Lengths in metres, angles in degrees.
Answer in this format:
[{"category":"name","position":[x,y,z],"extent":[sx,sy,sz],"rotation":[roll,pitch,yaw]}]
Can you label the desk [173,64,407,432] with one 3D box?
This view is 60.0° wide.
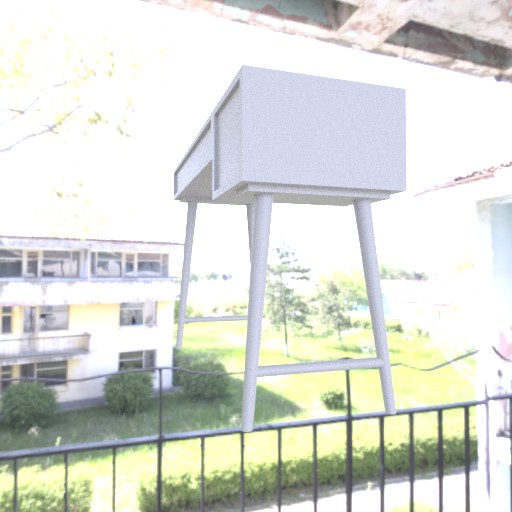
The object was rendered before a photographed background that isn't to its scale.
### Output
[{"category":"desk","position":[0.000,0.000,1.474],"extent":[0.409,0.761,1.069],"rotation":[0,-1,-18]}]
